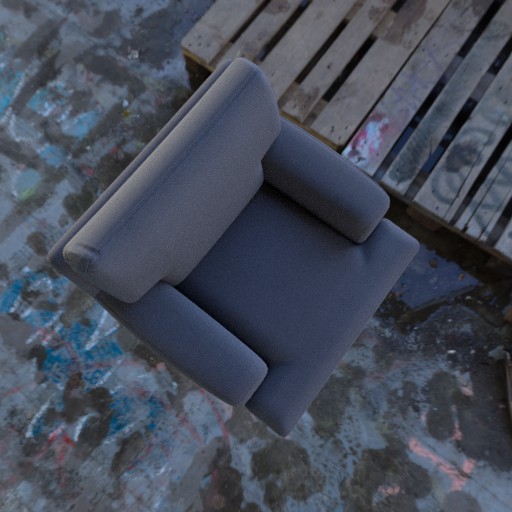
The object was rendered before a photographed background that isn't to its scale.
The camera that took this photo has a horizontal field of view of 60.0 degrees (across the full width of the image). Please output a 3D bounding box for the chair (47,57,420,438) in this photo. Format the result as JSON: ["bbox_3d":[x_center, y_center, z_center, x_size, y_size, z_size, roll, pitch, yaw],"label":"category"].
[{"bbox_3d":[0.000,0.000,1.949,1.143,0.940,1.168,37,78,9],"label":"chair"}]
